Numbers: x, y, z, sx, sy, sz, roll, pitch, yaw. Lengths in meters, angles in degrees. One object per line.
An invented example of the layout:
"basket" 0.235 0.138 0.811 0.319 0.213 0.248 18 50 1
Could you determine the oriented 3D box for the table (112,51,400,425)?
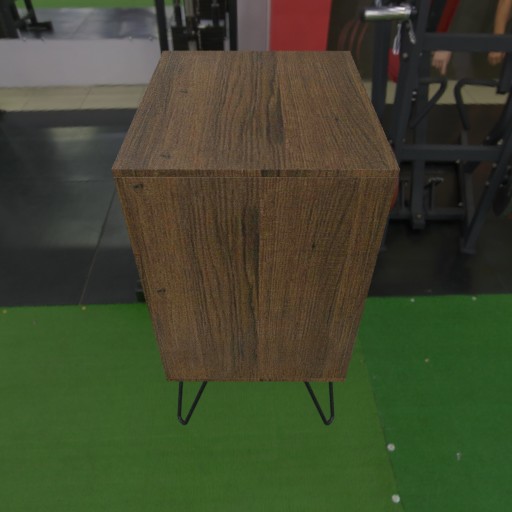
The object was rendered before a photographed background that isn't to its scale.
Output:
"table" 0.000 0.000 1.175 0.457 0.866 0.526 0 44 0
